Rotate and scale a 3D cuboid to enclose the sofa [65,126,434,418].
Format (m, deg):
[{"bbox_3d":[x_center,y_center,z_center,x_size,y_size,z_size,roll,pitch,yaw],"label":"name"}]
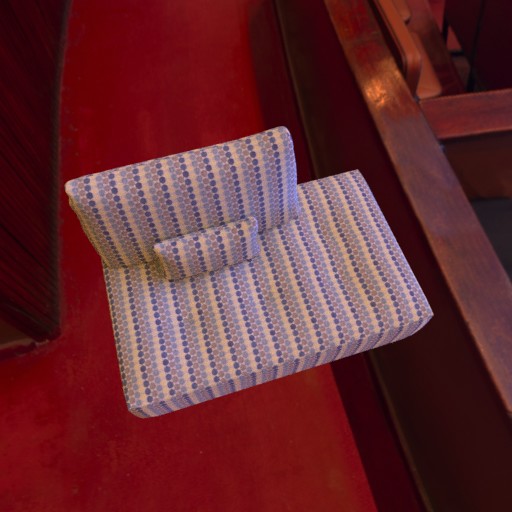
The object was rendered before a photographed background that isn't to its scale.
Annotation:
[{"bbox_3d":[0.000,0.000,2.065,1.450,0.820,1.000,-15,64,-8],"label":"sofa"}]
